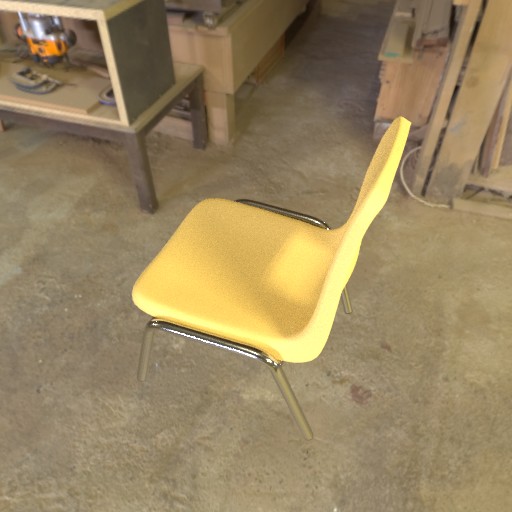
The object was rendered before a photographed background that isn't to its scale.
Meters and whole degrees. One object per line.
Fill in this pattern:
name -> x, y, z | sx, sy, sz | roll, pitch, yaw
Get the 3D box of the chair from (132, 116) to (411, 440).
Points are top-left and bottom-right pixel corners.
chair -> 0.000, 0.000, 0.772 | 0.385, 0.536, 0.354 | 16, 48, 15
